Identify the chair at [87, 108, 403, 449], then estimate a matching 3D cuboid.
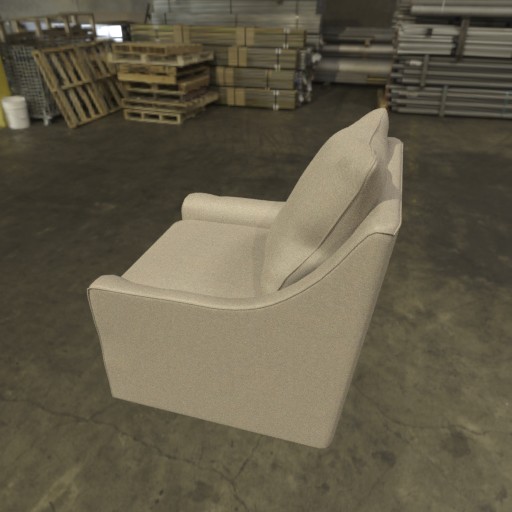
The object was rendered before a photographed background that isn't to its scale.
[{"bbox_3d":[0.000,0.000,1.556,0.876,0.942,0.760,9,32,14],"label":"chair"}]
